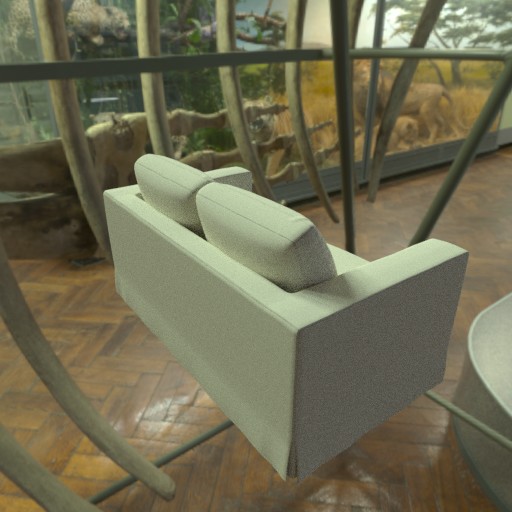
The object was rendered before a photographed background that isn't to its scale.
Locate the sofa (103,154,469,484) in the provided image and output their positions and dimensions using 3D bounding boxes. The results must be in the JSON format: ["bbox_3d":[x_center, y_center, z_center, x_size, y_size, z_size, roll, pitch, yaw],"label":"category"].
[{"bbox_3d":[0.000,0.000,2.374,1.009,0.932,1.813,-18,31,-32],"label":"sofa"}]
